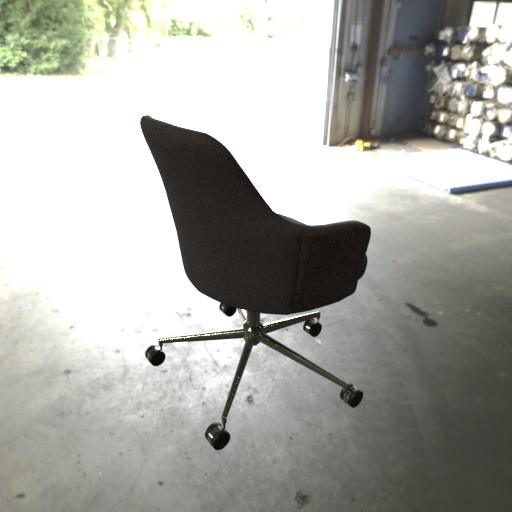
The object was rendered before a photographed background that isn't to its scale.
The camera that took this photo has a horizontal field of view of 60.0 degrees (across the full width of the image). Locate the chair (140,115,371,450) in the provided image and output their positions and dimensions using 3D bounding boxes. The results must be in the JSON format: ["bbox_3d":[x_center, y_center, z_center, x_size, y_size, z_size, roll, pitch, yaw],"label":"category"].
[{"bbox_3d":[0.000,0.000,1.293,0.600,0.820,0.655,-19,33,-33],"label":"chair"}]
